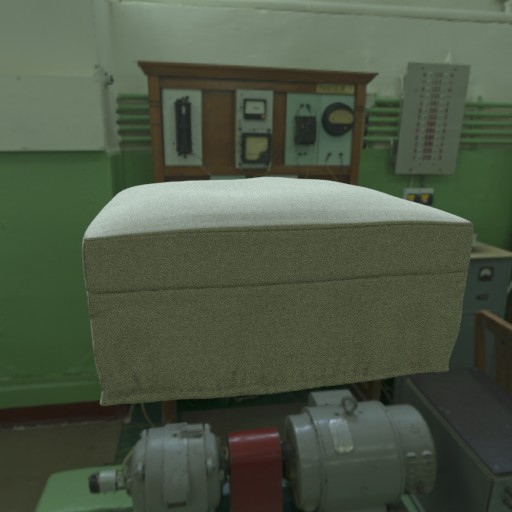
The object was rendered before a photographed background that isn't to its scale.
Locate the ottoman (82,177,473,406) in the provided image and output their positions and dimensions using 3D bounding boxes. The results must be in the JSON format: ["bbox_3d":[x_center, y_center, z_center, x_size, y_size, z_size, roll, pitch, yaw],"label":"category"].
[{"bbox_3d":[0.000,0.000,1.316,0.843,0.436,0.840,-3,15,-11],"label":"ottoman"}]
